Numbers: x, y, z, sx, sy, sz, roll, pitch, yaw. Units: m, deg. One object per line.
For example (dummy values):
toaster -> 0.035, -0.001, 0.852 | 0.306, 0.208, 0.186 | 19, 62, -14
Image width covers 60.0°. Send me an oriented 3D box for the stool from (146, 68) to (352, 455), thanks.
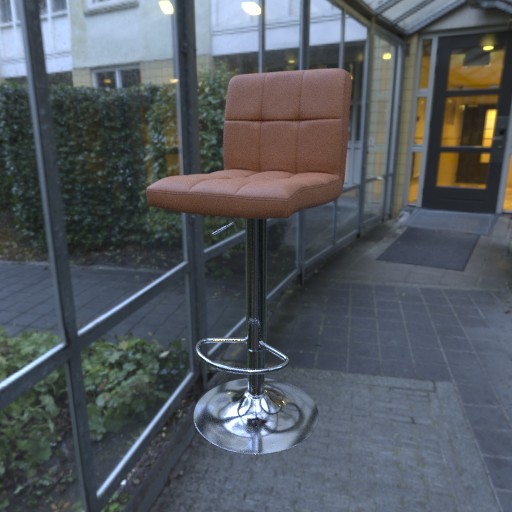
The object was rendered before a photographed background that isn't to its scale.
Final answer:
stool -> 0.000, 0.000, 1.370 | 0.430, 1.115, 0.505 | 7, 17, 26
